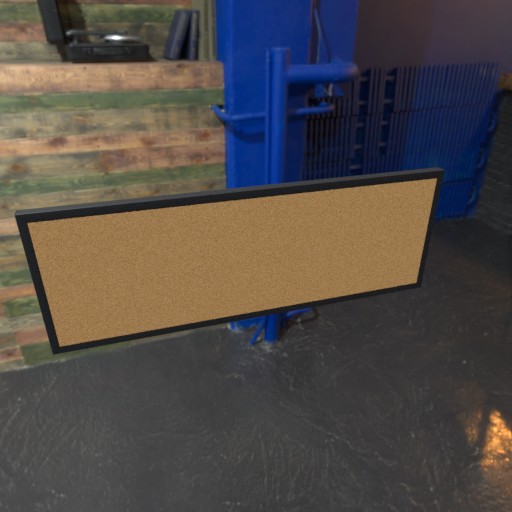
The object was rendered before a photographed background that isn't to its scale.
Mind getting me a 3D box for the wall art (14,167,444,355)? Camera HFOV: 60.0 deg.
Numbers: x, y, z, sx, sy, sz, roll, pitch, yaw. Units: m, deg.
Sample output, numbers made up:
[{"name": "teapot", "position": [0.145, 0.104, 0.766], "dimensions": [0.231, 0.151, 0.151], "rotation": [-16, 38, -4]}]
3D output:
[{"name": "wall art", "position": [0.000, 0.000, 1.718], "dimensions": [1.572, 0.554, 0.041], "rotation": [-8, 29, -15]}]
